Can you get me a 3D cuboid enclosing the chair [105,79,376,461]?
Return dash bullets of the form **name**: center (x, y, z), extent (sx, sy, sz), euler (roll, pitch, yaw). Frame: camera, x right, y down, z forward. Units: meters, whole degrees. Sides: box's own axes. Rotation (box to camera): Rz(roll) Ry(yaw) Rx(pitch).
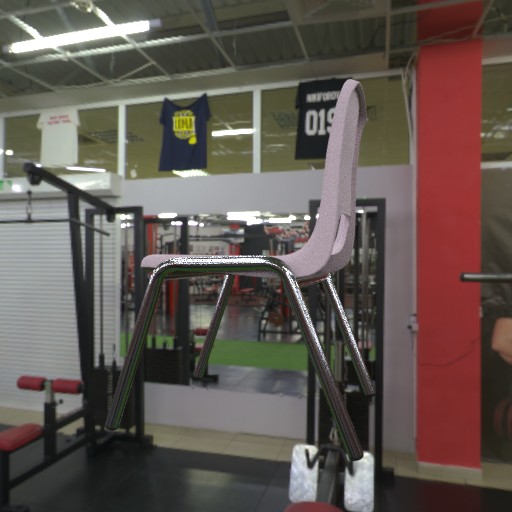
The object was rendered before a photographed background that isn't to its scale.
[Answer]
- **chair**: center (0.000, 0.000, 0.843), extent (0.423, 0.586, 0.354), euler (0, -1, 18)
